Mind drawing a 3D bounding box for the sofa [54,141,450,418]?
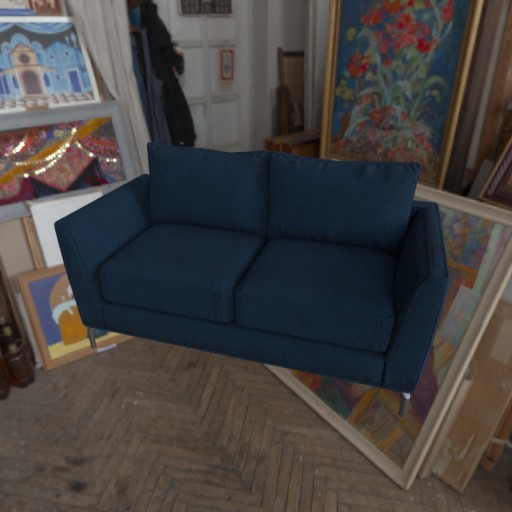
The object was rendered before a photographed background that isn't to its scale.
[{"bbox_3d":[0.000,0.000,2.333,1.770,1.002,0.853,8,28,15],"label":"sofa"}]
